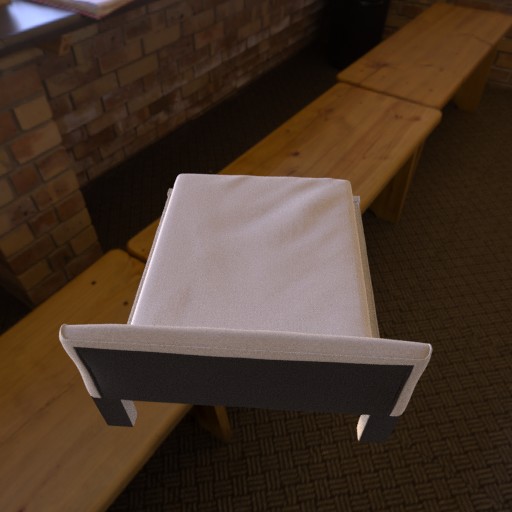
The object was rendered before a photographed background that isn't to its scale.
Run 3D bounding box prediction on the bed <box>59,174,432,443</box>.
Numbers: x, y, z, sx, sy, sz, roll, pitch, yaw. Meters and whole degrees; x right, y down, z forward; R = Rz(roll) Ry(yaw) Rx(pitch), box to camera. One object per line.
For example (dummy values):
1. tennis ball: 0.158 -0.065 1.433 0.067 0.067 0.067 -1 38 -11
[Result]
1. bed: 0.000 0.000 3.510 1.980 1.126 2.498 3 46 3
